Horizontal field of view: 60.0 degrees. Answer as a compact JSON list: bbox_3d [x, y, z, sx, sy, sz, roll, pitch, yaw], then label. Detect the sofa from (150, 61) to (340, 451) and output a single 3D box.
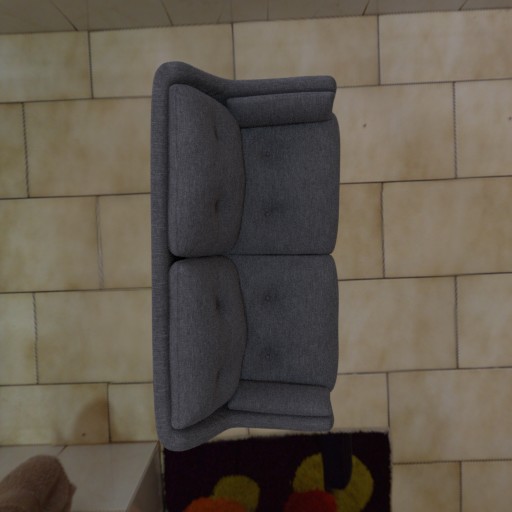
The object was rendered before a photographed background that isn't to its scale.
[{"bbox_3d":[0.000,0.000,2.490,0.975,0.896,1.929,0,93,1],"label":"sofa"}]
